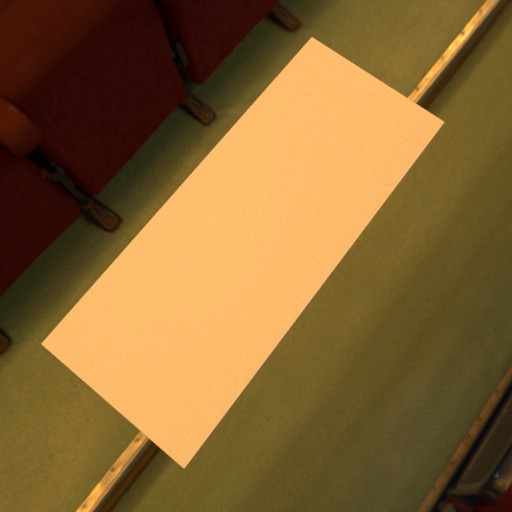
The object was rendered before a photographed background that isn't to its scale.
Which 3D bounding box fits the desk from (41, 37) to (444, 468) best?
[{"bbox_3d":[0.000,0.000,1.788,0.559,0.774,1.372,37,78,9],"label":"desk"}]
